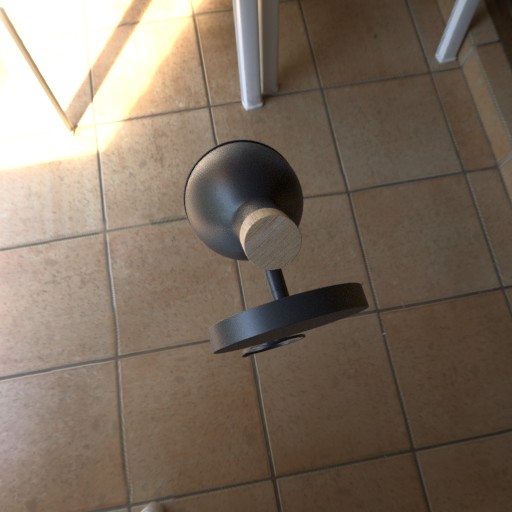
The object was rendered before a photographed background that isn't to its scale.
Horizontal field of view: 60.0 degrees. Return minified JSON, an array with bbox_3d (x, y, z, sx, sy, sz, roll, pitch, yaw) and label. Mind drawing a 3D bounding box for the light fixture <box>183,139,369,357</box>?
[{"bbox_3d":[0.000,0.000,0.501,0.127,0.401,0.203,-16,75,-4],"label":"light fixture"}]
